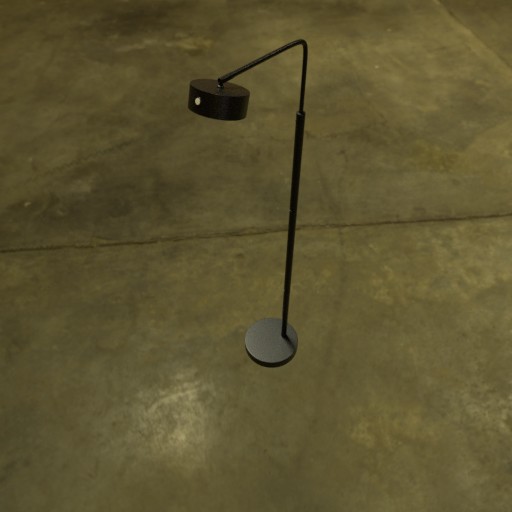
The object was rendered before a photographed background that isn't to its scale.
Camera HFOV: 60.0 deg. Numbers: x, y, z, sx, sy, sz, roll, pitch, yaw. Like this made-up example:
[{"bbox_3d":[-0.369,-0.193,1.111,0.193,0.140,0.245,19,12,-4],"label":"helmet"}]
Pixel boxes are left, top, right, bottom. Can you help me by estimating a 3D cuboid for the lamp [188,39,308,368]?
[{"bbox_3d":[0.000,0.000,1.366,0.219,1.230,0.418,31,54,26],"label":"lamp"}]
